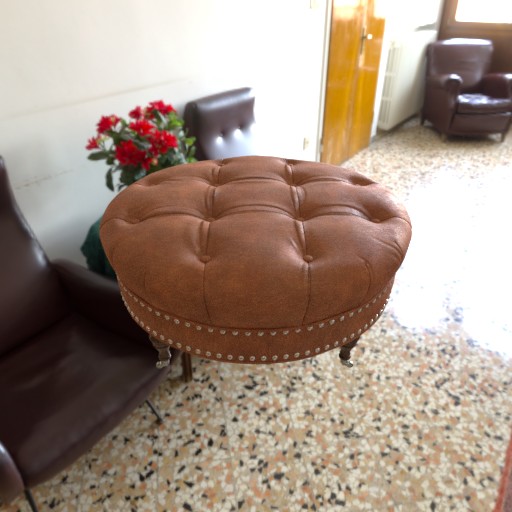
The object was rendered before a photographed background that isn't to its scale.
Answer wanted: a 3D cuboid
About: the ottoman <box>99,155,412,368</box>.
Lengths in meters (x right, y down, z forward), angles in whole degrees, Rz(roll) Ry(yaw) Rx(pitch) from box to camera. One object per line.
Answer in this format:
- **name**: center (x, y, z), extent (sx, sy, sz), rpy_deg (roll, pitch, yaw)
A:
- **ottoman**: center (0.000, 0.000, 1.409), extent (0.901, 0.444, 0.901), rpy_deg (0, 32, 0)
